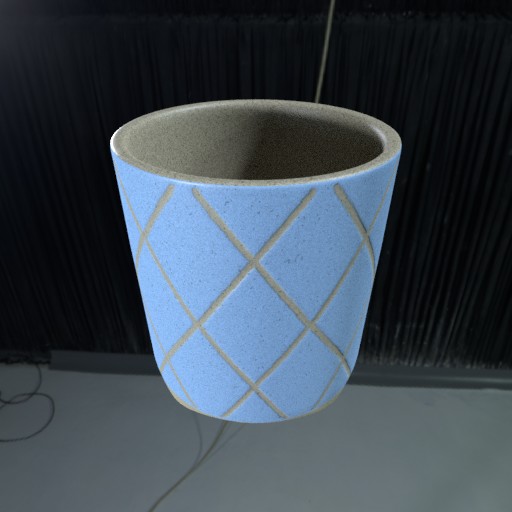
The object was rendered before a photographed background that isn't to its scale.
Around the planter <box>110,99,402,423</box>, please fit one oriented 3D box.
[{"bbox_3d":[0.000,0.000,0.352,0.191,0.200,0.191,0,32,0],"label":"planter"}]
